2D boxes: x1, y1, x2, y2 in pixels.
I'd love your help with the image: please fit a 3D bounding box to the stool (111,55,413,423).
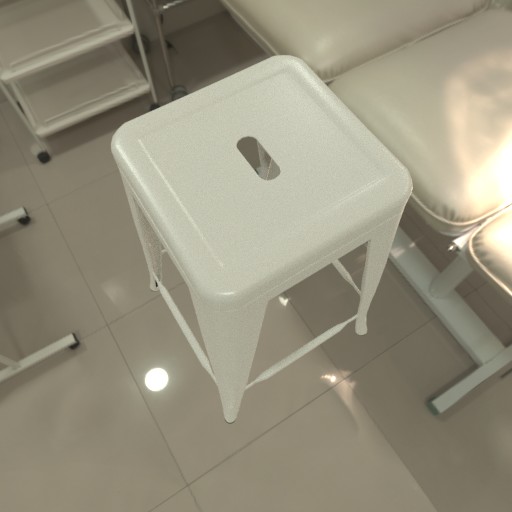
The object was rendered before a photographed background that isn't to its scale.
[{"bbox_3d":[0.000,0.000,0.852,0.406,0.610,0.406,-30,68,-14],"label":"stool"}]
